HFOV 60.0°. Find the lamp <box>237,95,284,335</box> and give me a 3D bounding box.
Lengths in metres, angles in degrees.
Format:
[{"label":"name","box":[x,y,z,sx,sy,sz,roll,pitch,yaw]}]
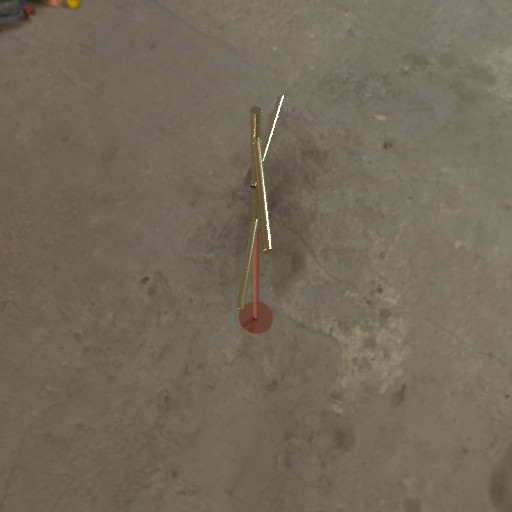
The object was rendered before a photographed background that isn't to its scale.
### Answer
[{"label":"lamp","box":[0.000,0.000,1.939,0.209,1.704,0.737,1,63,0]}]
